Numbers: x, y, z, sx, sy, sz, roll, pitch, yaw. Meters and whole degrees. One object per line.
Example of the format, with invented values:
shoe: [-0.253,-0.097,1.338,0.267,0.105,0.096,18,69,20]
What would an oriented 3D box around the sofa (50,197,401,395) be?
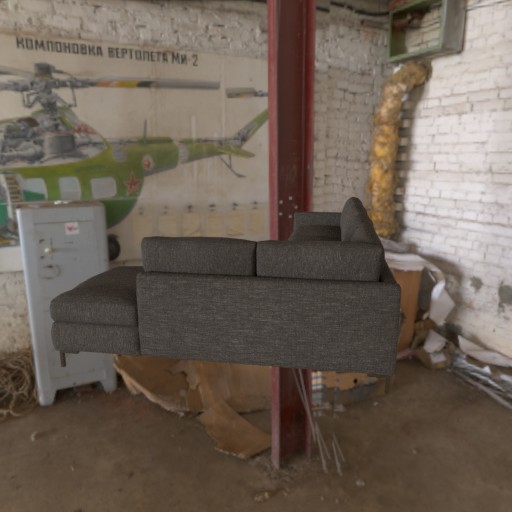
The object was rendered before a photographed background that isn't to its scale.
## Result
sofa: [0.000,0.000,3.839,2.007,0.815,2.949,2,13,10]
